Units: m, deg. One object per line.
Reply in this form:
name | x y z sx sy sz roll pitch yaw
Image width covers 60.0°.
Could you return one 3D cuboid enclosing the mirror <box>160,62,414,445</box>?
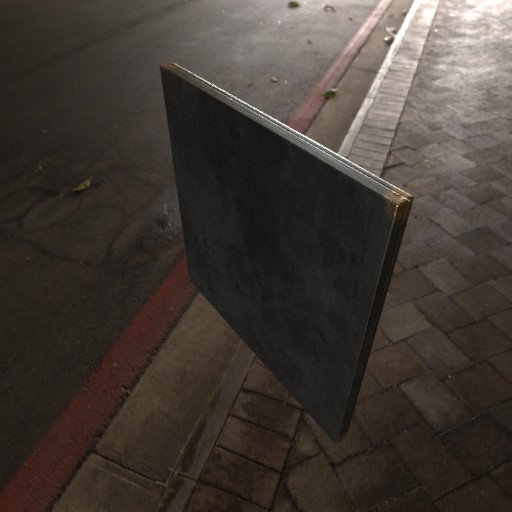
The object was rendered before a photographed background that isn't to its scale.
mirror | 0.000 0.000 0.574 0.020 0.381 0.382 -26 48 -26
